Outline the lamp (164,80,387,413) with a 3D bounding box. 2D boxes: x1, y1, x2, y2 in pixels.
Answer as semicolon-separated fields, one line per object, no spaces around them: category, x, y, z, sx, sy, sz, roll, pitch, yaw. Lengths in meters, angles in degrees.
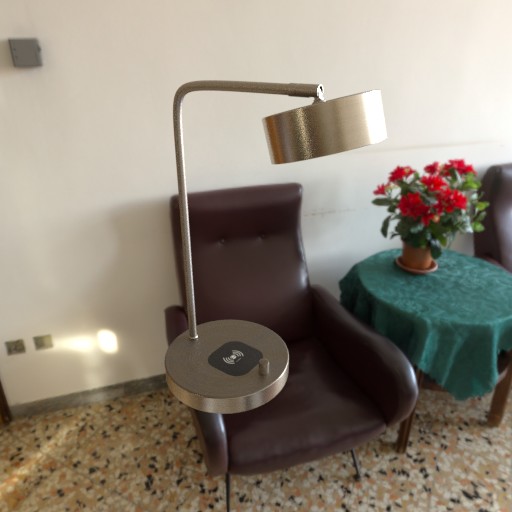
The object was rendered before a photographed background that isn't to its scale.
lamp;0.000;0.000;0.637;0.334;0.469;0.211;18;31;32
